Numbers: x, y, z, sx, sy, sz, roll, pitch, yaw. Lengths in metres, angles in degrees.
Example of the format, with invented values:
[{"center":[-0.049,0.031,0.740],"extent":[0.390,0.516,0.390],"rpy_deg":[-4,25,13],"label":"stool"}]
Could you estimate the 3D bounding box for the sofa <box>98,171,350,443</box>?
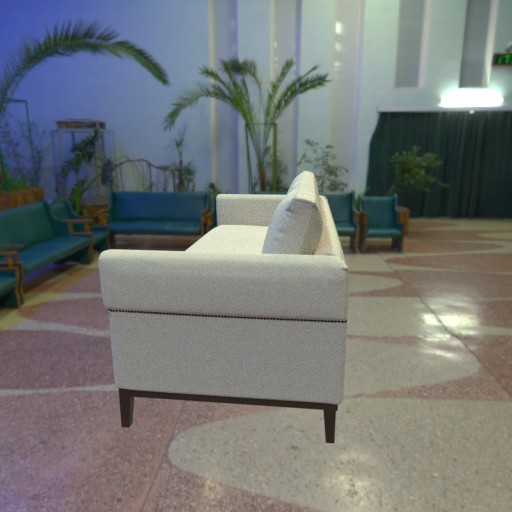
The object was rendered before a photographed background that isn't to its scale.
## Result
[{"center":[0.000,0.000,2.629],"extent":[0.902,0.911,2.198],"rpy_deg":[2,14,7],"label":"sofa"}]
